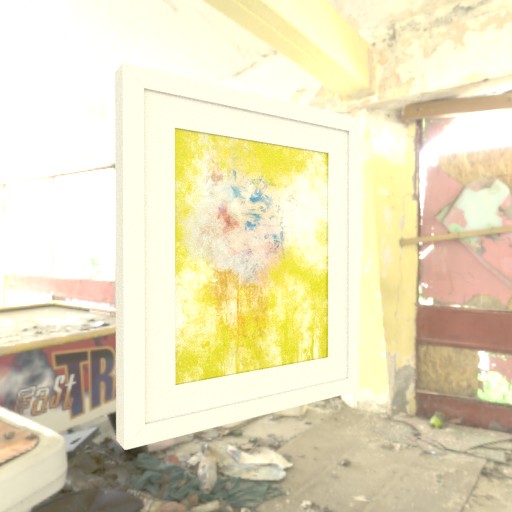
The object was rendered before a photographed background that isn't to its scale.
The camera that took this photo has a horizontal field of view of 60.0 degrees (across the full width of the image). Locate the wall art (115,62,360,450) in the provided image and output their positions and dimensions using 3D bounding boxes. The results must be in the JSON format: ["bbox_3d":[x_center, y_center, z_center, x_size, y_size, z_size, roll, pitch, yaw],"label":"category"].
[{"bbox_3d":[0.000,0.000,0.537,0.331,0.381,0.028,-1,1,-34],"label":"wall art"}]
